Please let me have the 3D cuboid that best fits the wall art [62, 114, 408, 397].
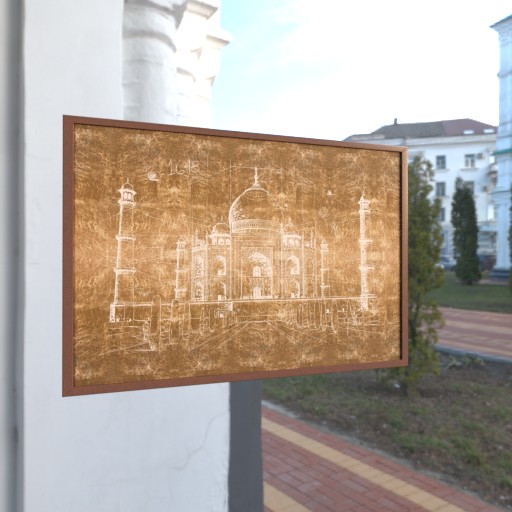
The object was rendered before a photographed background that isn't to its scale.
[{"bbox_3d":[0.000,0.000,0.822,0.660,0.455,0.014,0,0,-18],"label":"wall art"}]
